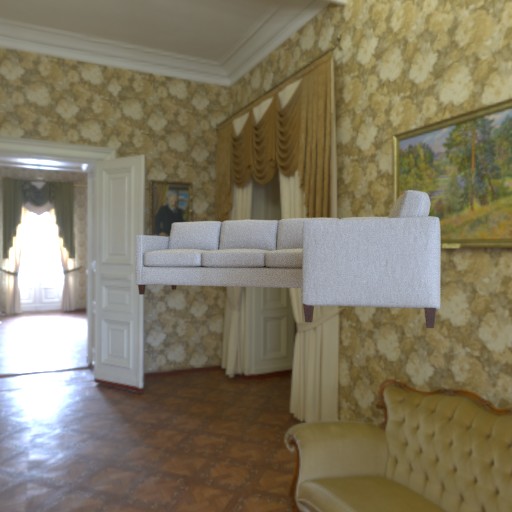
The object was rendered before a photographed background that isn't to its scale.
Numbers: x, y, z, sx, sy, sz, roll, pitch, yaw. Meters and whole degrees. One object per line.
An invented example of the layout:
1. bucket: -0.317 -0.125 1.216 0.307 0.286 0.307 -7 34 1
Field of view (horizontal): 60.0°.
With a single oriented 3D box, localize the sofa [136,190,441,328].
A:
1. sofa: 0.000 0.000 4.538 3.333 0.934 2.522 0 0 18
